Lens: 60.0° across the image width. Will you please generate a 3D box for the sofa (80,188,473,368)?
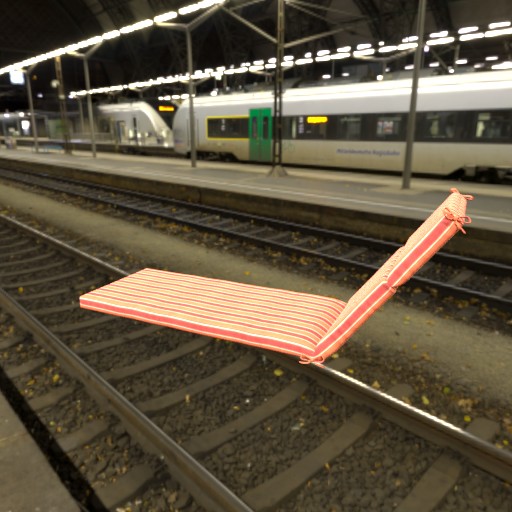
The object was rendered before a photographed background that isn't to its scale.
[{"bbox_3d":[0.000,0.000,1.952,1.663,0.622,0.582,7,18,24],"label":"sofa"}]
